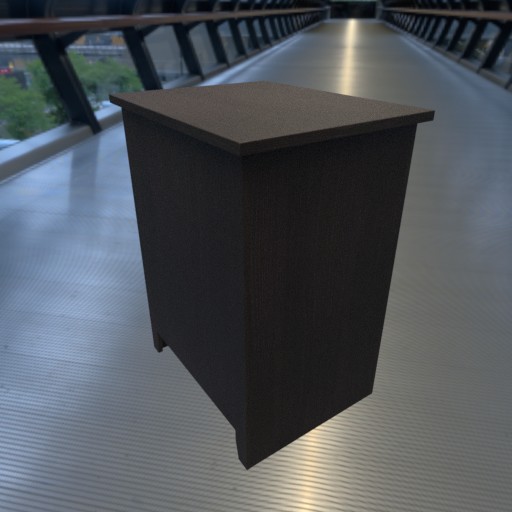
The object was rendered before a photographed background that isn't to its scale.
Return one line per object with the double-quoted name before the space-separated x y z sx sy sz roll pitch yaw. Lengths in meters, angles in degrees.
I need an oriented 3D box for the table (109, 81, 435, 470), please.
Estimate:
"table" 0.000 0.000 0.952 0.381 0.635 0.480 -18 33 -30
